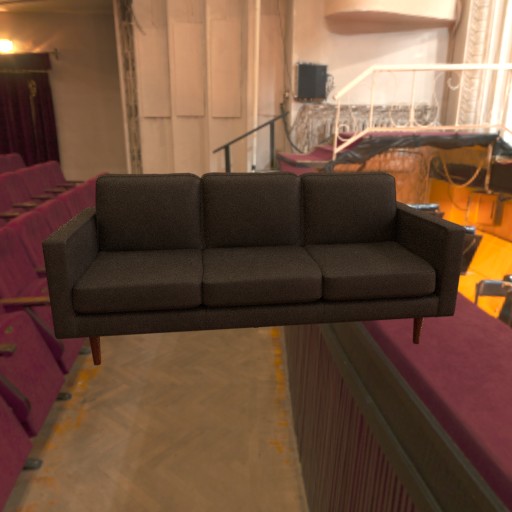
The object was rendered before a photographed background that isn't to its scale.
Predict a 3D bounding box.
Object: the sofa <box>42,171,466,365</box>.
[{"bbox_3d":[0.000,0.000,2.530,2.029,0.899,0.879,-2,17,-7],"label":"sofa"}]
